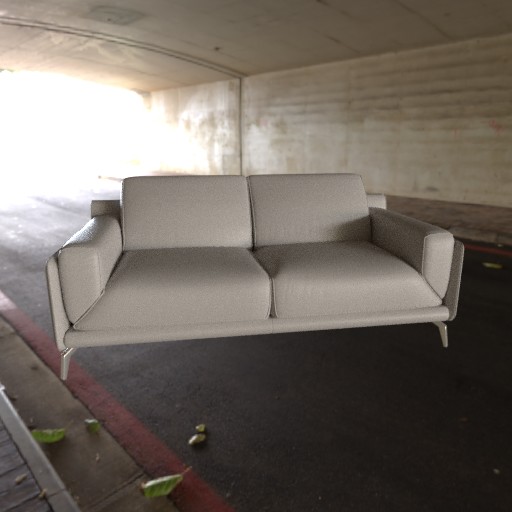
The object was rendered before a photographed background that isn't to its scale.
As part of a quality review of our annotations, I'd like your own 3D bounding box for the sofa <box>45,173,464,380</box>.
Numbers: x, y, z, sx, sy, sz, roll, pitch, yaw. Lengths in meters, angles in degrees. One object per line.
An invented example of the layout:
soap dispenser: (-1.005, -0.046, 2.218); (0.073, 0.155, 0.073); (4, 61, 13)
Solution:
sofa: (0.000, 0.000, 2.619); (2.101, 0.930, 1.049); (-3, 15, -10)
